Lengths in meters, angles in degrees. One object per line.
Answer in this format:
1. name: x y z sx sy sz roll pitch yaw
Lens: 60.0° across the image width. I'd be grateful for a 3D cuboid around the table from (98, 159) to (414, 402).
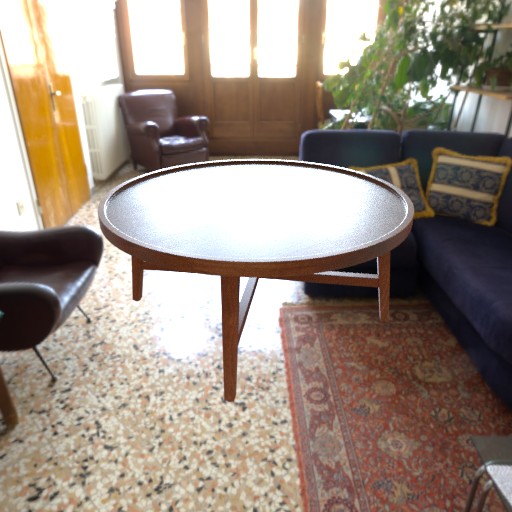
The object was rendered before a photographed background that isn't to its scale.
1. table: 0.000 0.000 1.254 0.800 0.360 0.800 0 26 0
